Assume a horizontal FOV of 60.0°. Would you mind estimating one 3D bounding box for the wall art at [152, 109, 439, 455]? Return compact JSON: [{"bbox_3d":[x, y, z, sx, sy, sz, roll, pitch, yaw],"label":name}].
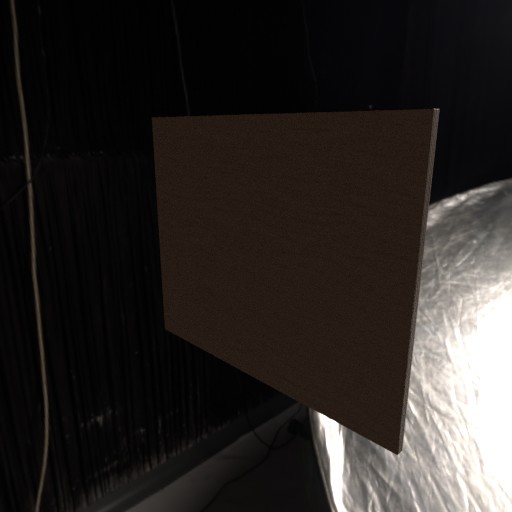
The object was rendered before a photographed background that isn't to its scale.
[{"bbox_3d":[0.000,0.000,0.668,0.013,0.406,0.508,-15,22,-43],"label":"wall art"}]
